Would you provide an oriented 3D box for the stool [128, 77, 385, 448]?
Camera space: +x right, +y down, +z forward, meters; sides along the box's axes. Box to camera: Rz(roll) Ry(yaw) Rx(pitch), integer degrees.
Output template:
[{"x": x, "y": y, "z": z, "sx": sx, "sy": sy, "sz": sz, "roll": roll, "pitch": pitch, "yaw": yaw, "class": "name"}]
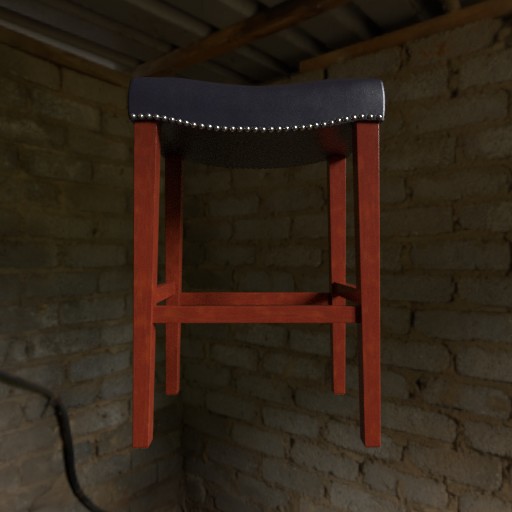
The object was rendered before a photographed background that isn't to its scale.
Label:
[{"x": 0.000, "y": 0.000, "z": 1.036, "sx": 0.504, "sy": 0.742, "sz": 0.372, "roll": 0, "pitch": 0, "yaw": -1, "class": "stool"}]
